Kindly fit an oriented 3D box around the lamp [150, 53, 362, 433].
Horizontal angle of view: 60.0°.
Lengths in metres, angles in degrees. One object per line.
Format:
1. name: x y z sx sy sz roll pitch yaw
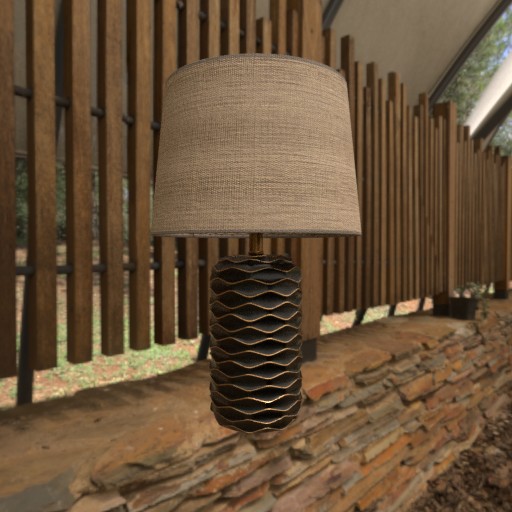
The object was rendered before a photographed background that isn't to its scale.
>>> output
1. lamp: 0.000 0.000 0.811 0.376 0.594 0.376 0 1 0
